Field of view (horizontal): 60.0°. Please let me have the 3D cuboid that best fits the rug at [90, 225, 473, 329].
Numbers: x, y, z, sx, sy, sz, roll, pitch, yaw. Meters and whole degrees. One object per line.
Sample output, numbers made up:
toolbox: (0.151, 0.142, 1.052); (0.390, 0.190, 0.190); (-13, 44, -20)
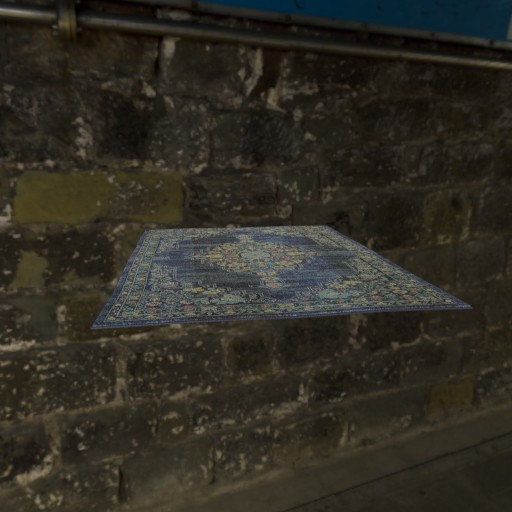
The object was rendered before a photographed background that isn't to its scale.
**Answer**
rug: (0.000, 0.000, 4.812); (2.716, 0.035, 3.612); (-2, 14, -8)
